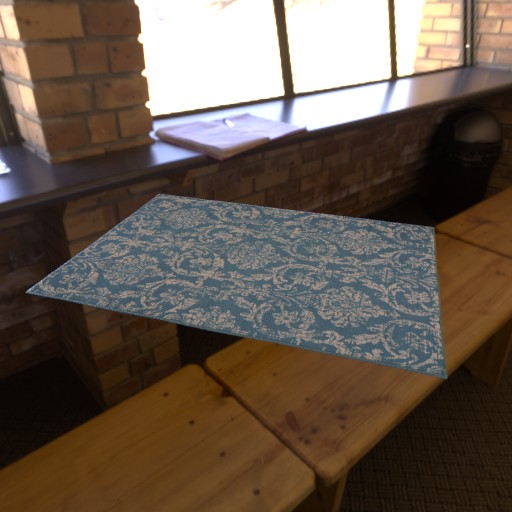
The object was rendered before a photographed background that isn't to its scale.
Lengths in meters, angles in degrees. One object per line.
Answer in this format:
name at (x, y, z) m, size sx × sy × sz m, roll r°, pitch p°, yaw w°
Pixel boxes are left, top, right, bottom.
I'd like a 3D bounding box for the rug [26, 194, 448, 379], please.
rug at (0.000, 0.000, 2.831) m, size 2.205 × 0.012 × 1.554 m, roll 9°, pitch 31°, yaw 15°
